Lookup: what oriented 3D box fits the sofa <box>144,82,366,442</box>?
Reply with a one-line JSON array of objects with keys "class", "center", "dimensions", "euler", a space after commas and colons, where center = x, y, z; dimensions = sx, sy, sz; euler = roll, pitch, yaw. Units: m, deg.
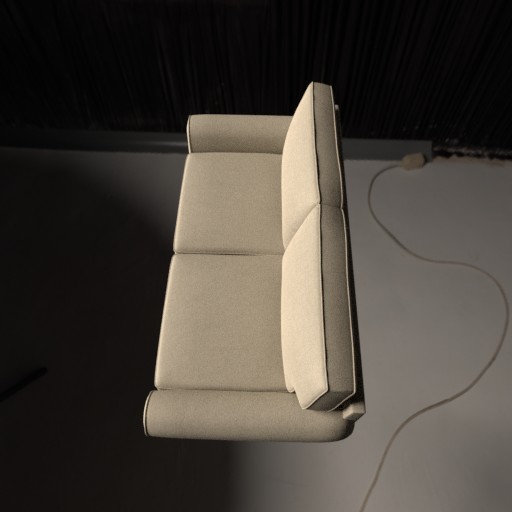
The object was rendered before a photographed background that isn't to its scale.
[{"class": "sofa", "center": [0.000, 0.000, 2.262], "dimensions": [0.861, 0.933, 1.774], "euler": [2, 60, 1]}]
